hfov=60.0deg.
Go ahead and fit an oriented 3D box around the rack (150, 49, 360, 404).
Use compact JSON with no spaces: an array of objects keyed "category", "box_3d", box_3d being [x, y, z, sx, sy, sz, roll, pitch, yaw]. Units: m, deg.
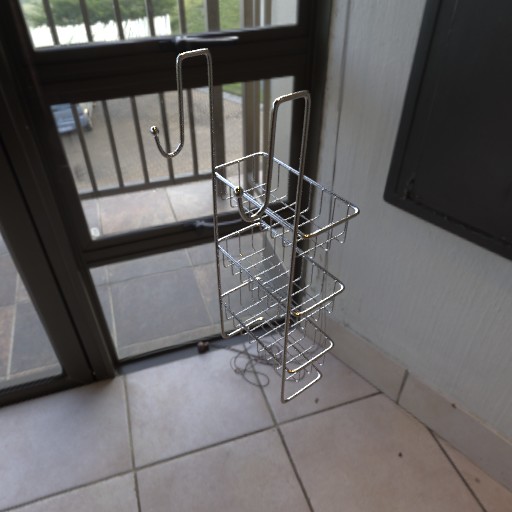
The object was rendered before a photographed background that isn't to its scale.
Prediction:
[{"category":"rack","box_3d":[0.000,0.000,0.698,0.202,0.574,0.228,-26,46,-28]}]
